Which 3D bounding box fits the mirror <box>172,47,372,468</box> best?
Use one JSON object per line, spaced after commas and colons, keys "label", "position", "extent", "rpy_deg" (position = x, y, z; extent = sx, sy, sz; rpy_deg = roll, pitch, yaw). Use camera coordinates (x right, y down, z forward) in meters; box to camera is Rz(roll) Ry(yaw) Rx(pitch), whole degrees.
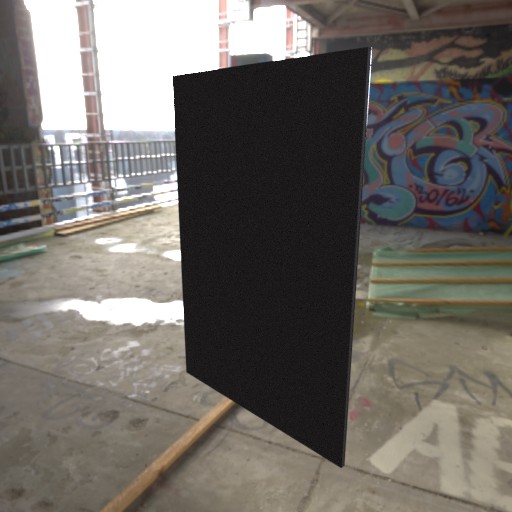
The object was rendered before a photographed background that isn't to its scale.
{"label": "mirror", "position": [0.000, 0.000, 1.144], "extent": [0.039, 0.914, 0.613], "rpy_deg": [-15, 22, -43]}
